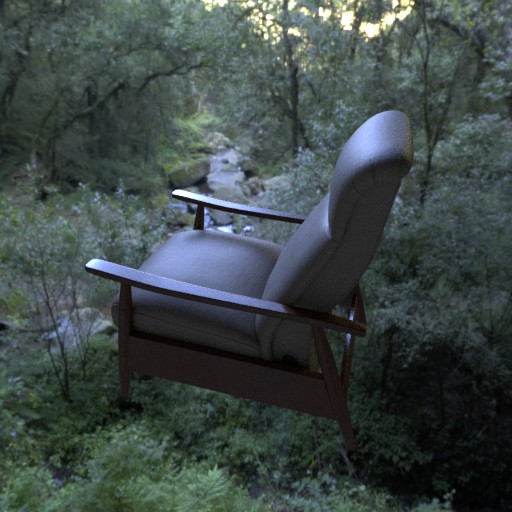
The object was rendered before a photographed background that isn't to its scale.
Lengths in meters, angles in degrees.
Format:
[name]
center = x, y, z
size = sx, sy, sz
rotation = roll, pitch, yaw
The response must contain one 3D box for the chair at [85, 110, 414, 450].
[chair]
center = 0.000, 0.000, 1.770
size = 1.032, 1.082, 0.762
rotation = 8, 31, 14
